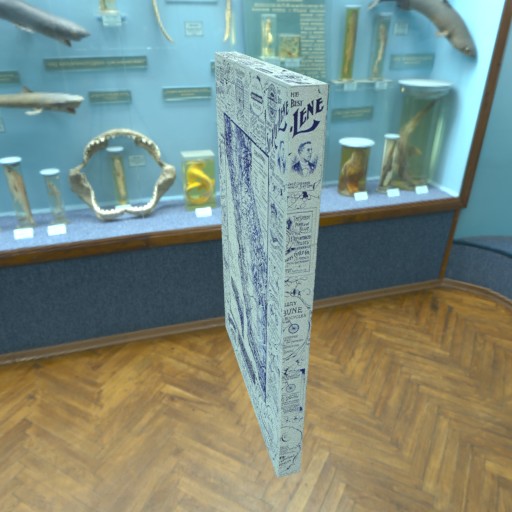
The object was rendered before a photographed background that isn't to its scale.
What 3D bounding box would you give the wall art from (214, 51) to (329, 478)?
[{"bbox_3d":[0.000,0.000,0.470,0.025,0.376,0.255,-8,30,-13],"label":"wall art"}]
